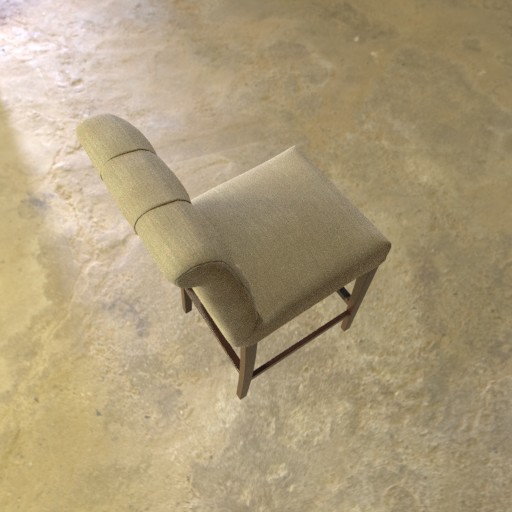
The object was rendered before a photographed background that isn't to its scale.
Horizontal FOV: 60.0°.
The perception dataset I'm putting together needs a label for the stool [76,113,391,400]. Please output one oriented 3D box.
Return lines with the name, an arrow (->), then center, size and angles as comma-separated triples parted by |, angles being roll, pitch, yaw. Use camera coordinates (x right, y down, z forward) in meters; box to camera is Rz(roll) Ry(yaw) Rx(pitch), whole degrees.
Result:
stool -> 0.000, 0.000, 1.391 | 0.660, 1.084, 0.486 | -30, 63, -17
